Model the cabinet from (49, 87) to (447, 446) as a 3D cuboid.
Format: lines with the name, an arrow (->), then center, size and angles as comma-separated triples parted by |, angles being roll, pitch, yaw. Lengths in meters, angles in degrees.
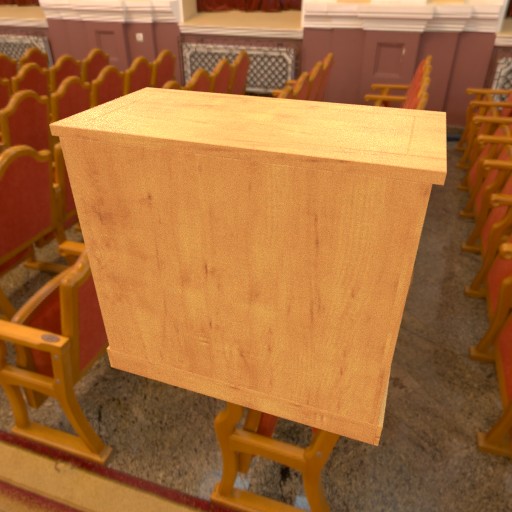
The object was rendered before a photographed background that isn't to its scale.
cabinet -> 0.000, 0.000, 1.364 | 0.920, 0.840, 0.450 | 11, 34, 17
